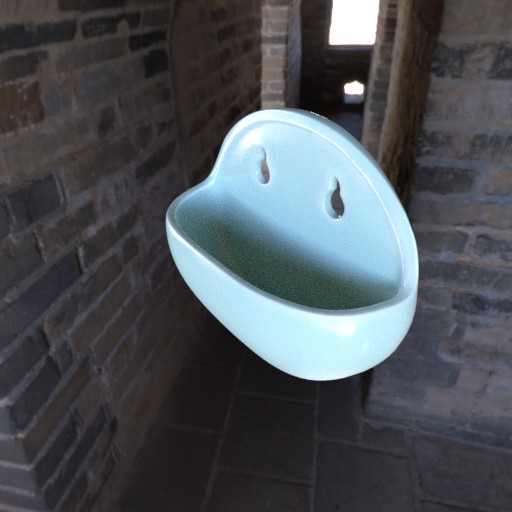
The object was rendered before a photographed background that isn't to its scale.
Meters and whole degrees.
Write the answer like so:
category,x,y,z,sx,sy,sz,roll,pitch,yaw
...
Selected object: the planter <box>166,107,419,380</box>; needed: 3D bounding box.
category,x,y,z,sx,sy,sz,roll,pitch,yaw
planter,0.000,0.000,0.271,0.073,0.164,0.189,-22,38,-31
